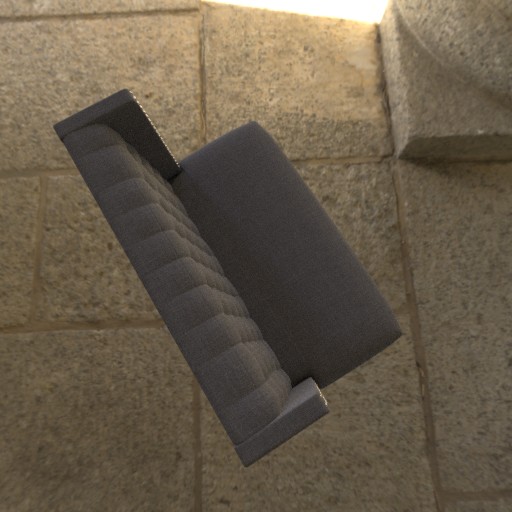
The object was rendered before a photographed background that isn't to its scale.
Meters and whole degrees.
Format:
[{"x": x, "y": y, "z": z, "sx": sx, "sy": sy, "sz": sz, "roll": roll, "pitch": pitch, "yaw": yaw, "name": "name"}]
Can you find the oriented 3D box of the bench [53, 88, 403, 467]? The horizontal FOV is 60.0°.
[{"x": 0.000, "y": 0.000, "z": 1.947, "sx": 0.842, "sy": 1.121, "sz": 1.276, "roll": -31, "pitch": 77, "yaw": -8, "name": "bench"}]
